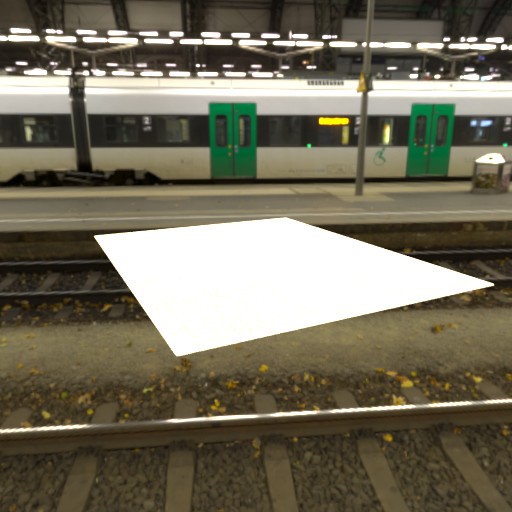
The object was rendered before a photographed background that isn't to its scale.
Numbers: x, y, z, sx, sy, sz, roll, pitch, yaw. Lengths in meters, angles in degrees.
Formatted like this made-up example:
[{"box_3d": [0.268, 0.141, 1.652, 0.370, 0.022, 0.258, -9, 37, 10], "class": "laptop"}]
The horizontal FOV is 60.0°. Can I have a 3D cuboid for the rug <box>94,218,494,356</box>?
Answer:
[{"box_3d": [0.000, 0.000, 4.082, 2.441, 0.015, 3.050, -8, 17, -26], "class": "rug"}]
